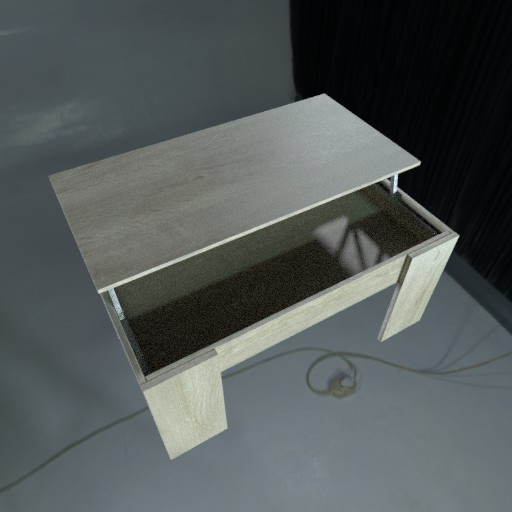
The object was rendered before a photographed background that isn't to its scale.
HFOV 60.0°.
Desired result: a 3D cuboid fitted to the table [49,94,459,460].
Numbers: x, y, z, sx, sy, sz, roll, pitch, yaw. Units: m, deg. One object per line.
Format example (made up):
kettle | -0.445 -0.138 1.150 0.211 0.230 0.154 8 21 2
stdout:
table | 0.000 0.000 1.472 1.000 0.570 0.711 -23 51 -20
